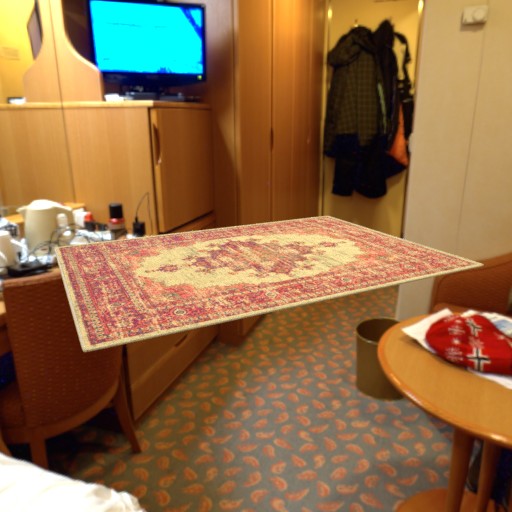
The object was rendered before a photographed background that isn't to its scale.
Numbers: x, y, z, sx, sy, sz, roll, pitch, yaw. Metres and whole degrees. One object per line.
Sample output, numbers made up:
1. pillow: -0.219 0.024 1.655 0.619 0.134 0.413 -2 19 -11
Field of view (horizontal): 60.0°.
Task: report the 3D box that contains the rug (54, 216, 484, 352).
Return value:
1. rug: 0.000 0.000 3.586 2.878 0.014 2.005 -9 19 -26
